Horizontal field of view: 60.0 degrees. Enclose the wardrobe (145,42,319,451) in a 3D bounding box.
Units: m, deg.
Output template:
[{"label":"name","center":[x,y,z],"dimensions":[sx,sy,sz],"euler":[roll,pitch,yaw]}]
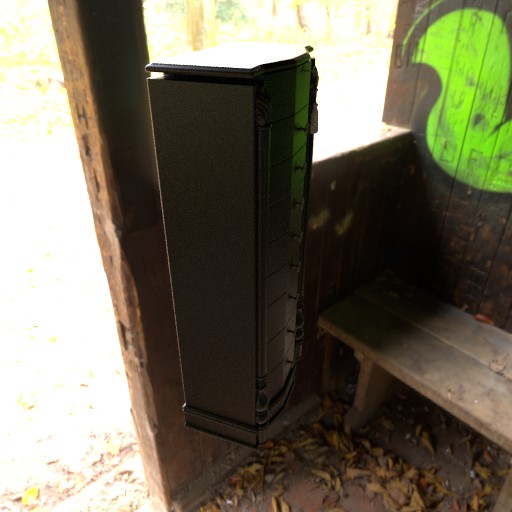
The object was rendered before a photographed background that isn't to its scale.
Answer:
[{"label":"wardrobe","center":[0.000,0.000,1.207],"dimensions":[0.295,1.011,0.444],"euler":[11,33,17]}]
